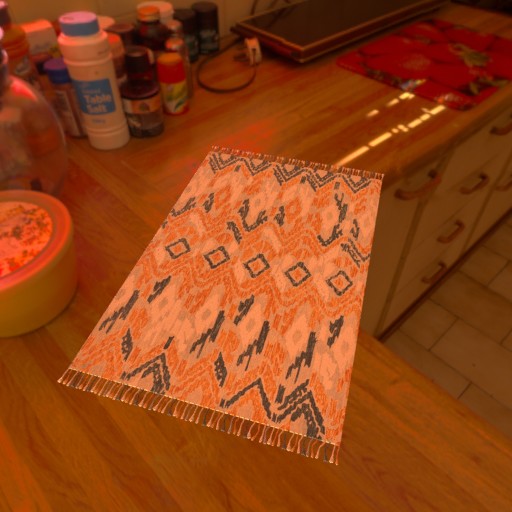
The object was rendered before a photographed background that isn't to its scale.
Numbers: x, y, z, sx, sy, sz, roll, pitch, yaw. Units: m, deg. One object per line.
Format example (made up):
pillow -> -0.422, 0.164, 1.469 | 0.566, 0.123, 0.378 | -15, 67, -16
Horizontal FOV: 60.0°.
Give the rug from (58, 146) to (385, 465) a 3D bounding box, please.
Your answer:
rug -> 0.000, 0.000, 3.054 | 1.533, 0.010, 2.428 | 12, 47, 11
